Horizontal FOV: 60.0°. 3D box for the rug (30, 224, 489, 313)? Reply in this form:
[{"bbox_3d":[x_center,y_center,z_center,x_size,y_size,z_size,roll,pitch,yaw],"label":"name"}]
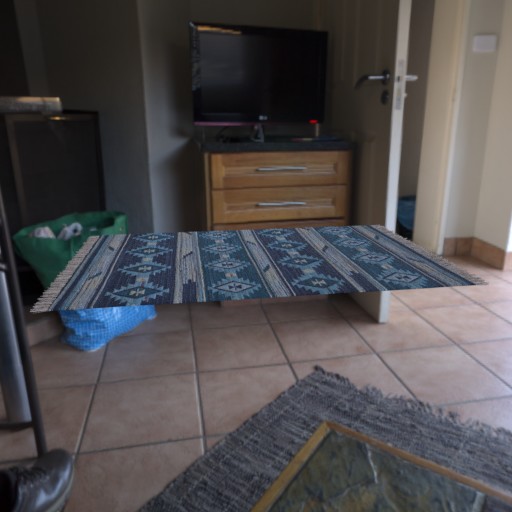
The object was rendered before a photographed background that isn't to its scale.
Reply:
[{"bbox_3d":[0.000,0.000,2.375,1.936,0.028,1.181,-3,17,-8],"label":"rug"}]
